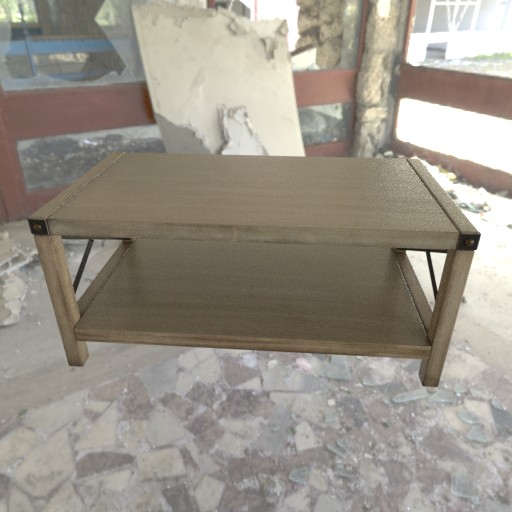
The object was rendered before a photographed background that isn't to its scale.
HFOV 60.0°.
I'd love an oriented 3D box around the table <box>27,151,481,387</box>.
[{"bbox_3d":[0.000,0.000,1.319,1.016,0.456,0.559,2,29,4],"label":"table"}]
